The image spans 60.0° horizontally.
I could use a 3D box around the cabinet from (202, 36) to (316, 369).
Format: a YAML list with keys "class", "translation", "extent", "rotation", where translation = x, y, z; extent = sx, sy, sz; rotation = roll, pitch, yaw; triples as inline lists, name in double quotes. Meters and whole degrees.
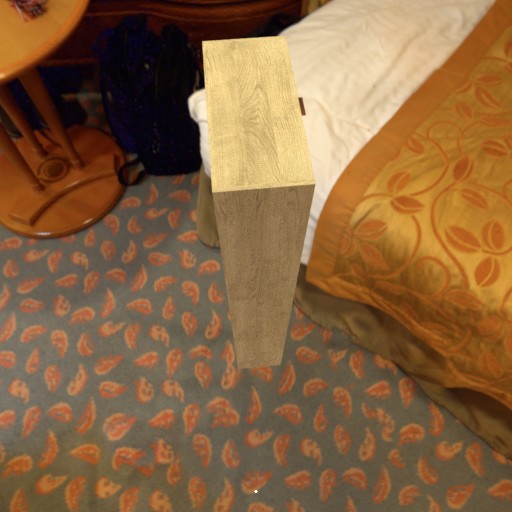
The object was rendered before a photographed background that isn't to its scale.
- class: "cabinet"
  translation: [0.000, 0.000, 1.842]
  extent: [0.250, 1.630, 0.520]
  rotation: [-5, 62, -3]
